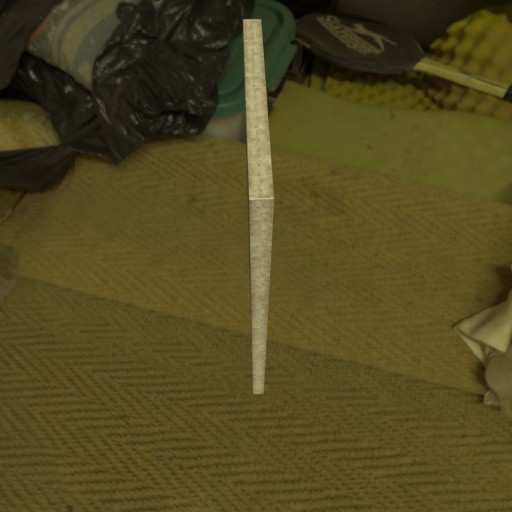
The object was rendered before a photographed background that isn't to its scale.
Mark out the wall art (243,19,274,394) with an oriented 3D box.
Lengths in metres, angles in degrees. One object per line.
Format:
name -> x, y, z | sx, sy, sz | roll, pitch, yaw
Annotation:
wall art -> 0.000, 0.000, 1.686 | 0.051, 1.461, 0.648 | -2, 58, -1
